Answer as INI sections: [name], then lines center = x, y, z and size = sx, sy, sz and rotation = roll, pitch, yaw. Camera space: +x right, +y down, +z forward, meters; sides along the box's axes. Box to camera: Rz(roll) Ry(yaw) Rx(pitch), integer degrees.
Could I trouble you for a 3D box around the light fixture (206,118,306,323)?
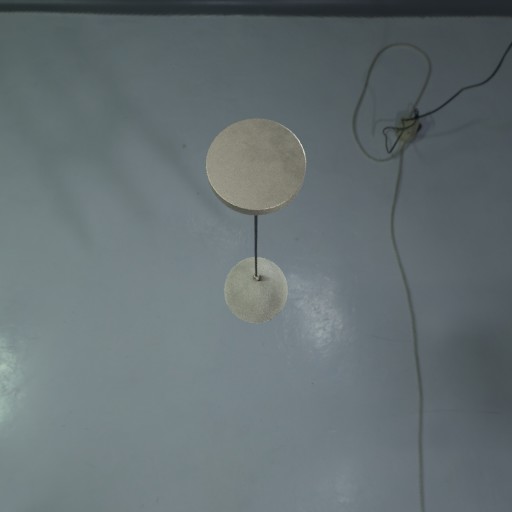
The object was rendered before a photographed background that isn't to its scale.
[light fixture]
center = 0.000, 0.000, 0.830
size = 0.170, 0.759, 0.170
rotation = -2, 75, 0
